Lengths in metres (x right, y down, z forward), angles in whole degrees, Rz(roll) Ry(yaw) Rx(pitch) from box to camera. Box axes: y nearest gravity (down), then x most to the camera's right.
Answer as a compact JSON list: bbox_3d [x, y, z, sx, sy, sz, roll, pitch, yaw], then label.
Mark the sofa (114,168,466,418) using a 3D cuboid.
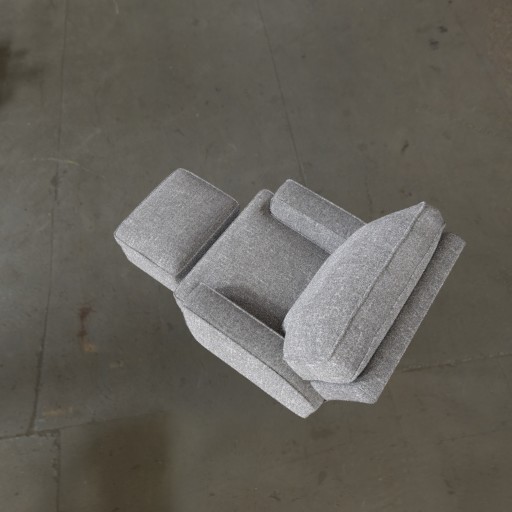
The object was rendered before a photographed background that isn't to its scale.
[{"bbox_3d":[0.000,0.000,2.086,1.472,0.959,0.861,32,67,16],"label":"sofa"}]
